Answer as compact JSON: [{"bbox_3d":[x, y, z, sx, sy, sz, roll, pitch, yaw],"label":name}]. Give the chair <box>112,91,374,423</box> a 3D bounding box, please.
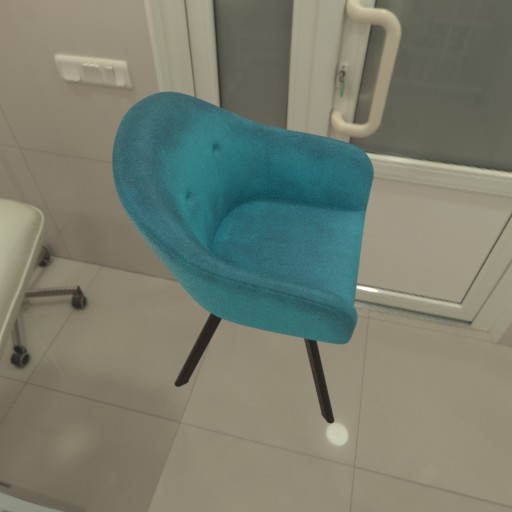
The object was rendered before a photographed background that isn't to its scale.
[{"bbox_3d":[0.000,0.000,1.168,0.570,0.780,0.540,10,49,9],"label":"chair"}]
